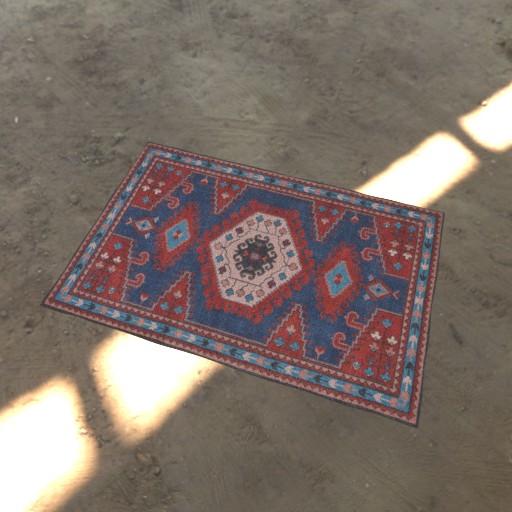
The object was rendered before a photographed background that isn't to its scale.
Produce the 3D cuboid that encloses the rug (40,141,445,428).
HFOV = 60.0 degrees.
[{"bbox_3d":[0.000,0.000,2.307,1.820,0.012,1.207,15,58,10],"label":"rug"}]
